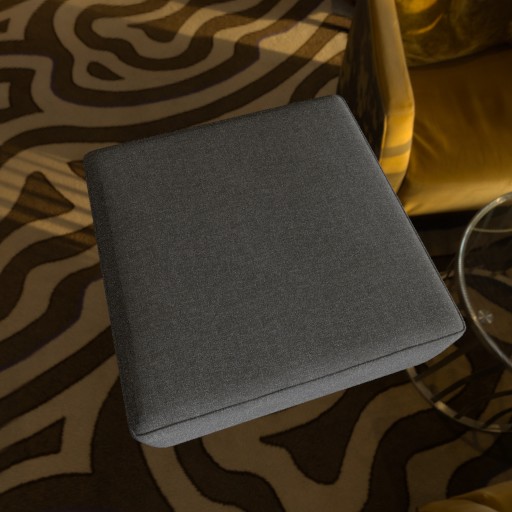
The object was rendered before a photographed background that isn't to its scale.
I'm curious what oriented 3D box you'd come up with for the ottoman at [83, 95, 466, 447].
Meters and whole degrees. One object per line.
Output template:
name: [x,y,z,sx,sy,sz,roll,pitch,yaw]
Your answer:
ottoman: [0.000,0.000,1.552,1.000,0.439,1.000,-16,64,-8]
